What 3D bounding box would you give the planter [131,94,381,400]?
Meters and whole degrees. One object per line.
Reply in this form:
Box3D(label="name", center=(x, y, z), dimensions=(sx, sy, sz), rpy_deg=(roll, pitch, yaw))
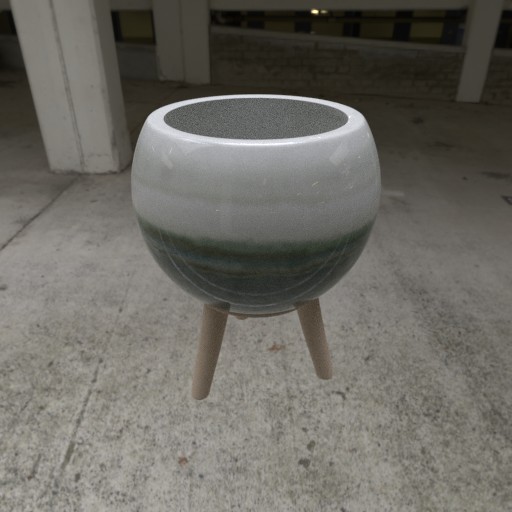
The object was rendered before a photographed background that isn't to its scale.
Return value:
Box3D(label="planter", center=(0.000, 0.000, 0.444), dimensions=(0.222, 0.278, 0.222), rpy_deg=(0, 30, 0))
